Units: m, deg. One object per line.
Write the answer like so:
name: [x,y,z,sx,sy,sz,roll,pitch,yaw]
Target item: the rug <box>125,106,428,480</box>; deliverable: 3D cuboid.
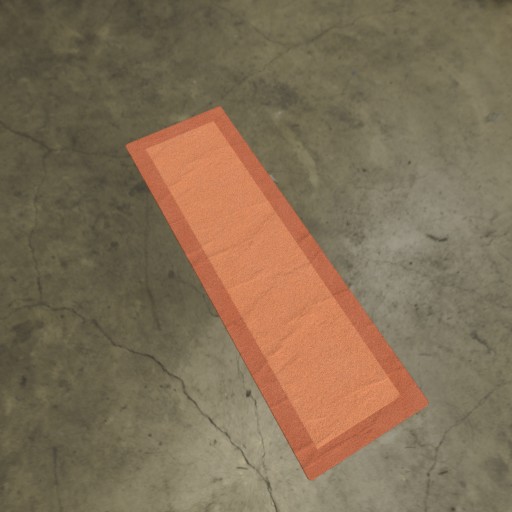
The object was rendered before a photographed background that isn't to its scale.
rug: [0.000,0.000,2.737,0.914,0.013,2.471,-30,68,-14]
